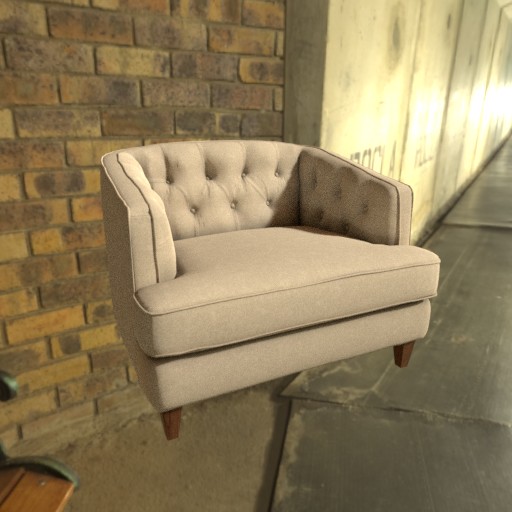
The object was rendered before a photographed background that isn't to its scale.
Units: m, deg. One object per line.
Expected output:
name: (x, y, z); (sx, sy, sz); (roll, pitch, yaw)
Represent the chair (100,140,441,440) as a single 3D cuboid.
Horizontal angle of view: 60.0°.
chair: (0.000, 0.000, 1.758); (1.104, 0.852, 0.941); (-8, 19, -25)
